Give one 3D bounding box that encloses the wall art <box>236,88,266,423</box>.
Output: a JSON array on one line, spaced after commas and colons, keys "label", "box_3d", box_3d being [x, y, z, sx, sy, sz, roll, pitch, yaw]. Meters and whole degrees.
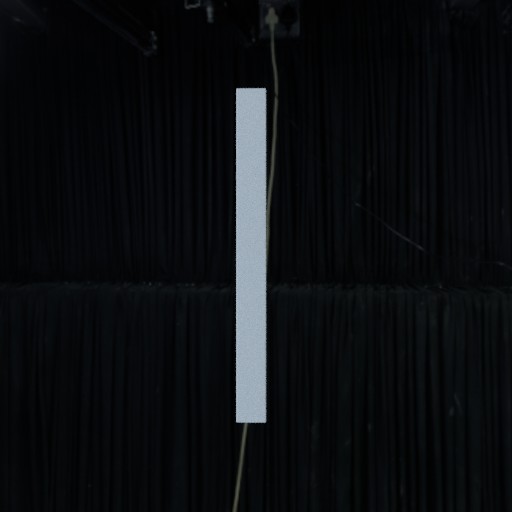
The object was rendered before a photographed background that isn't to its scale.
[{"label": "wall art", "box_3d": [0.000, 0.000, 0.977, 0.038, 0.431, 0.812, 0, 0, 1]}]
